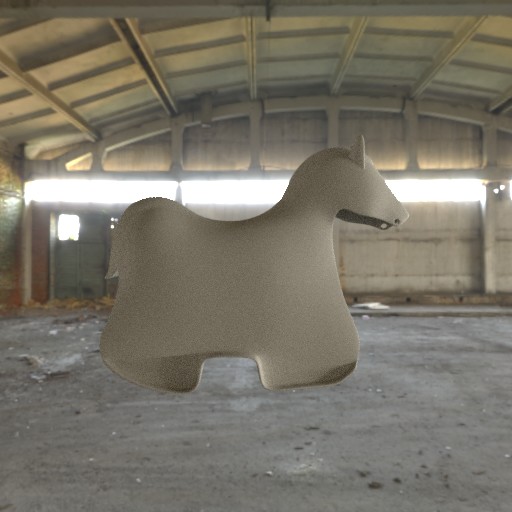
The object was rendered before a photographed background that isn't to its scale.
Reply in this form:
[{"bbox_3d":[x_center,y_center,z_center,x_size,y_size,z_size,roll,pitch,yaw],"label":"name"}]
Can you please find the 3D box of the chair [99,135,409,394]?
[{"bbox_3d":[0.000,0.000,1.173,0.800,0.612,0.429,0,-2,0],"label":"chair"}]
